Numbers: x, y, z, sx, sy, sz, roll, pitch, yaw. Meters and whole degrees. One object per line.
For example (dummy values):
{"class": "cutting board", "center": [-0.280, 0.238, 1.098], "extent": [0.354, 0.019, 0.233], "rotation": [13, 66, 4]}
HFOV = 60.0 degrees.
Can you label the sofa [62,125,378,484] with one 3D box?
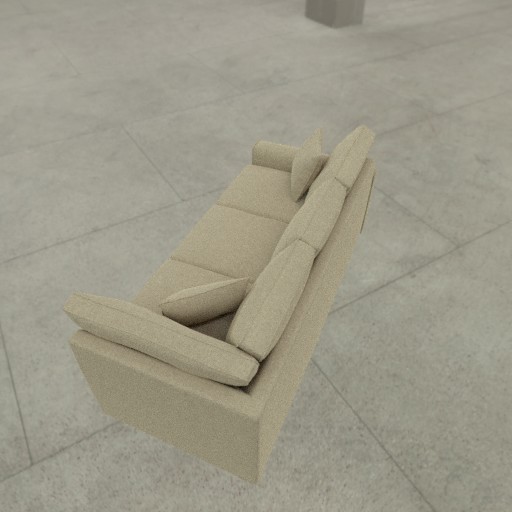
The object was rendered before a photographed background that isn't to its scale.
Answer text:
{"class": "sofa", "center": [0.000, 0.000, 2.886], "extent": [1.061, 0.962, 2.317], "rotation": [17, 46, 17]}
